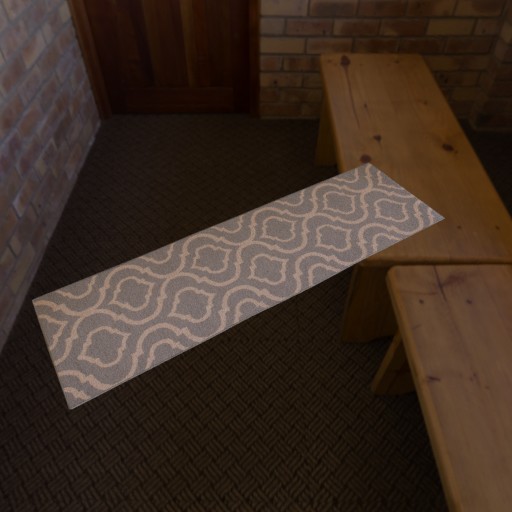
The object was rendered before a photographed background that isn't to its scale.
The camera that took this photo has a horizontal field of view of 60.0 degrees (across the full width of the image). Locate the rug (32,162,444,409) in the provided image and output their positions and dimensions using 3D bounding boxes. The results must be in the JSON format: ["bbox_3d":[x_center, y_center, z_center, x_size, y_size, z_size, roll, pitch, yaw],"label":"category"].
[{"bbox_3d":[0.000,0.000,2.474,2.275,0.009,0.684,-24,51,-21],"label":"rug"}]
